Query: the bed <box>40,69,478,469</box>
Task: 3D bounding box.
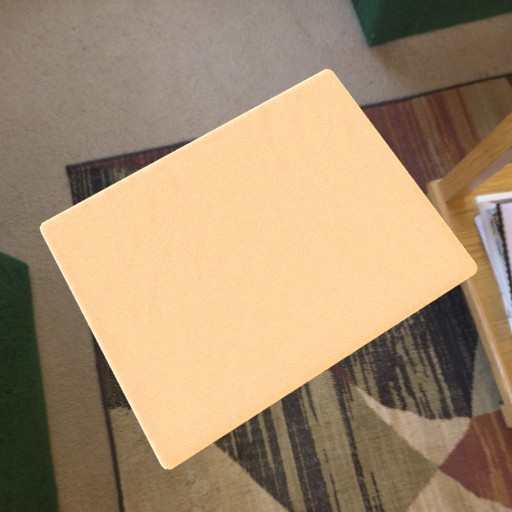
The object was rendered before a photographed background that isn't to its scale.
[{"bbox_3d":[0.000,0.000,2.698,2.016,0.431,1.536,-31,78,-7],"label":"bed"}]
